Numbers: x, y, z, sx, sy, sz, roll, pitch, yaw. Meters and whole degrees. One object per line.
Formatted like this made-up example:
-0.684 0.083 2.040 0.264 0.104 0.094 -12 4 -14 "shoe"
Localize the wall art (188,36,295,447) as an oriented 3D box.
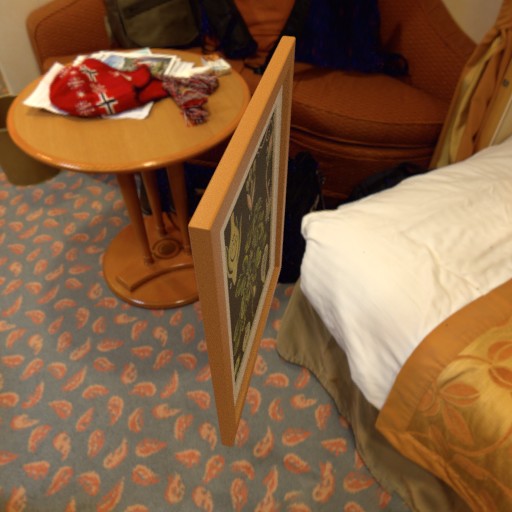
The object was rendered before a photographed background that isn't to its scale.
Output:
0.000 0.000 0.519 0.015 0.379 0.310 10 48 9 "wall art"
